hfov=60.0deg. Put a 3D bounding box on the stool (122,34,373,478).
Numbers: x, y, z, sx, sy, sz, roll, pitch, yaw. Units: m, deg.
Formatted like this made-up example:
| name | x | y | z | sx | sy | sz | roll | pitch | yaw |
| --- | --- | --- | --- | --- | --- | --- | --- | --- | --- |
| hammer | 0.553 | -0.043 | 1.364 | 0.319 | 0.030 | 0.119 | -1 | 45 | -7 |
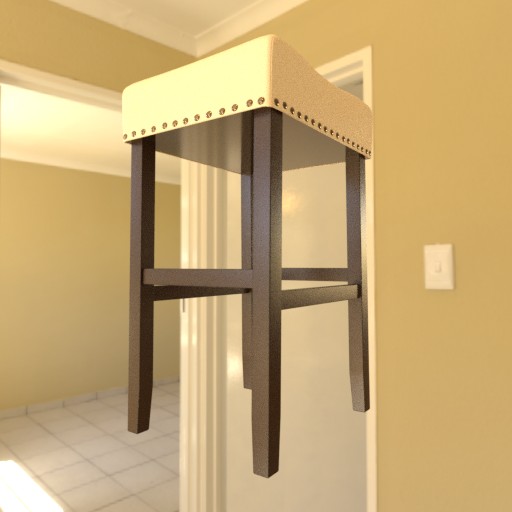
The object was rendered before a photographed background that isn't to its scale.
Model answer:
| name | x | y | z | sx | sy | sz | roll | pitch | yaw |
| --- | --- | --- | --- | --- | --- | --- | --- | --- | --- |
| stool | 0.000 | 0.000 | 1.038 | 0.401 | 0.762 | 0.471 | -1 | -1 | 36 |
